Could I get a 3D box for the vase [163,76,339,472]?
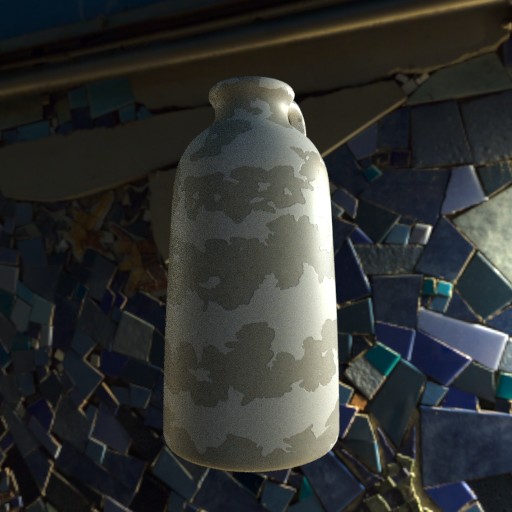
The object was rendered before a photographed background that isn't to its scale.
[{"bbox_3d":[0.000,0.000,0.485,0.186,0.382,0.203,0,0,36],"label":"vase"}]
